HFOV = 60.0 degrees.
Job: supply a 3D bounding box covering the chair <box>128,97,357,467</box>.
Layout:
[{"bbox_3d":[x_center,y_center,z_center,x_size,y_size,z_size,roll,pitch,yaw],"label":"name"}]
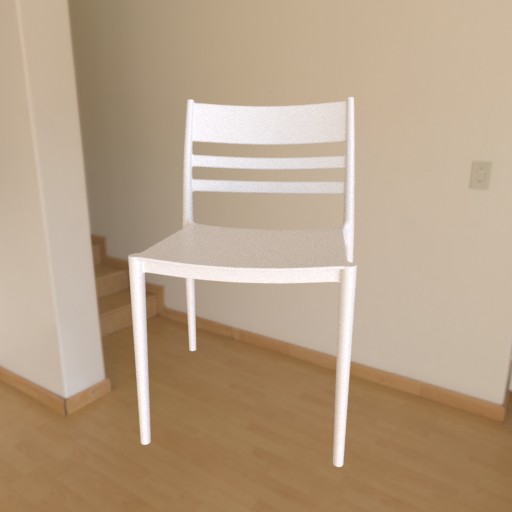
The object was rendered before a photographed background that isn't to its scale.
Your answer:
[{"bbox_3d":[0.000,0.000,1.139,0.531,0.800,0.511,2,15,9],"label":"chair"}]
